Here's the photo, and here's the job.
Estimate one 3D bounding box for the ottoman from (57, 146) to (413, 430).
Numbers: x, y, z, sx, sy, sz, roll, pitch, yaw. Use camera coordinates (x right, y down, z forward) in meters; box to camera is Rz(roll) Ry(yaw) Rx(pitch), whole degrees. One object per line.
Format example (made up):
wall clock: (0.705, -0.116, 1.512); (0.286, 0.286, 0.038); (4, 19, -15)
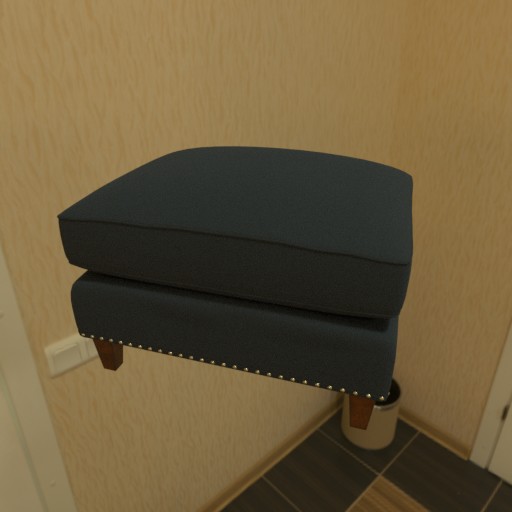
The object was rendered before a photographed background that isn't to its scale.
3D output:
ottoman: (0.000, 0.000, 1.169); (0.741, 0.513, 0.584); (8, 28, 16)
